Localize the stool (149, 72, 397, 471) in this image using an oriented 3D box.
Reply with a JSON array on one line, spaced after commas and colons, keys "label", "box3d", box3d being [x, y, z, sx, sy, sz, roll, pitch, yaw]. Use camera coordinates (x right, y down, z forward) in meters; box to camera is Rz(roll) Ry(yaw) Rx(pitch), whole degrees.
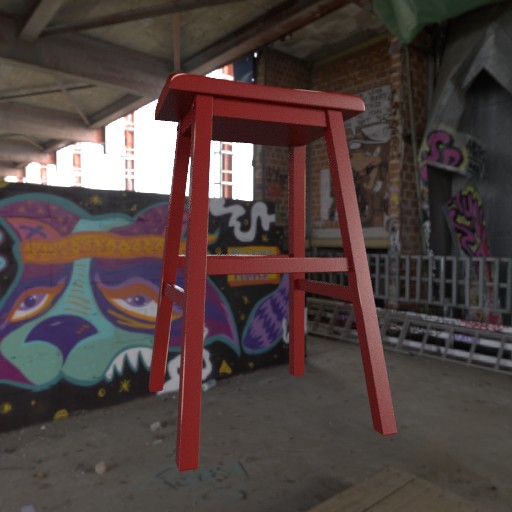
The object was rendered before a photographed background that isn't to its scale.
[{"label": "stool", "box3d": [0.000, 0.000, 1.064, 0.457, 0.737, 0.476, -1, 2, -20]}]
